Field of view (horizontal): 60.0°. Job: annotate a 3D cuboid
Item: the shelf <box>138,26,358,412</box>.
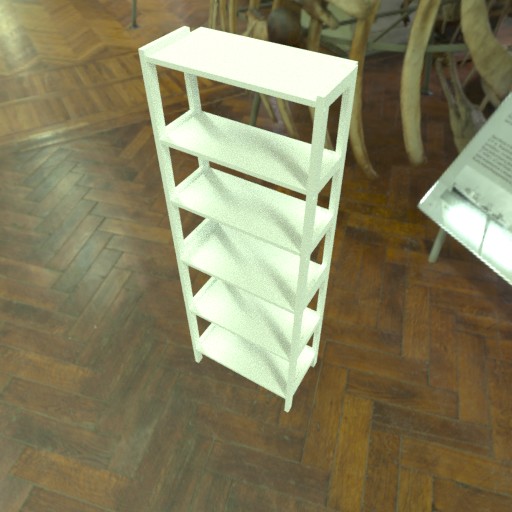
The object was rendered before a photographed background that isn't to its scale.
[{"bbox_3d":[0.000,0.000,2.095,0.660,1.892,0.381,23,50,21],"label":"shelf"}]
